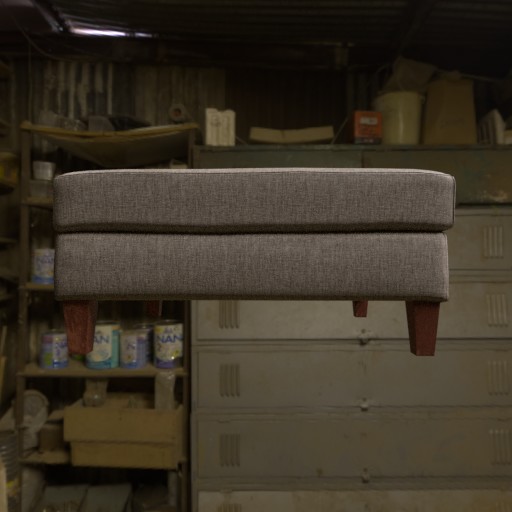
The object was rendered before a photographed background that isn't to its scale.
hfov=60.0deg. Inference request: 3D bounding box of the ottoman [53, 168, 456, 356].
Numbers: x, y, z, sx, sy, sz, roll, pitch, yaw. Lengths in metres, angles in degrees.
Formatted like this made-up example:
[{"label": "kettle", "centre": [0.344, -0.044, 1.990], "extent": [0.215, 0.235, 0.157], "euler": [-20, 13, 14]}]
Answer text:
[{"label": "ottoman", "centre": [0.000, 0.000, 1.466], "extent": [0.994, 0.492, 0.839], "euler": [0, -1, 1]}]
